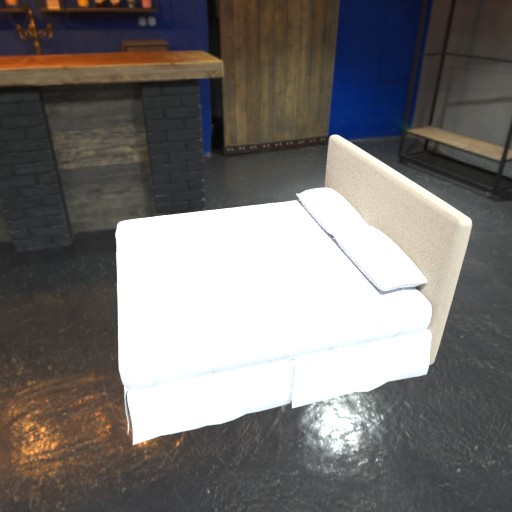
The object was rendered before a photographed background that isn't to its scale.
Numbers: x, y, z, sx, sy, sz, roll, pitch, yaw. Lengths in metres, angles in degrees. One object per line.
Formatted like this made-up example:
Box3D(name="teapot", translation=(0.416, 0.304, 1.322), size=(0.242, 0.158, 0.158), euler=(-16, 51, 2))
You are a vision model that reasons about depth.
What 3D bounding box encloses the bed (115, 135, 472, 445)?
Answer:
Box3D(name="bed", translation=(0.000, 0.000, 3.650), size=(2.319, 1.317, 2.119), euler=(-8, 32, -13))
